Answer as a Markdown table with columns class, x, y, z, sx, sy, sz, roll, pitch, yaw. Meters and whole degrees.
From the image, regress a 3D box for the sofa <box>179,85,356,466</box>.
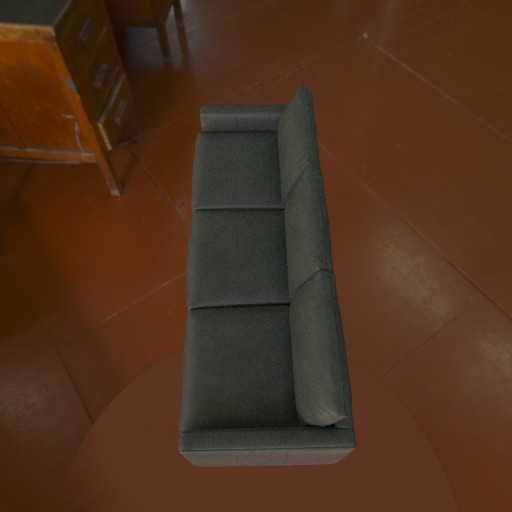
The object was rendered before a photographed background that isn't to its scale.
| class | x | y | z | sx | sy | sz | roll | pitch | yaw |
| --- | --- | --- | --- | --- | --- | --- | --- | --- | --- |
| sofa | 0.000 | 0.000 | 2.391 | 0.748 | 0.805 | 2.029 | -1 | 59 | -1 |
